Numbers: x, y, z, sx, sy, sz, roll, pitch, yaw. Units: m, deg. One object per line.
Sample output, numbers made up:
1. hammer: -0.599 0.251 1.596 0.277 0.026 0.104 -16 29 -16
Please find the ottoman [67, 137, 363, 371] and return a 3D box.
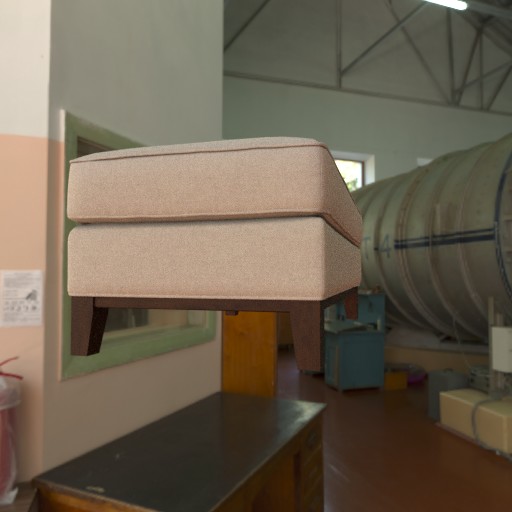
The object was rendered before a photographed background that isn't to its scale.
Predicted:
1. ottoman: 0.000 0.000 1.500 0.648 0.508 1.143 -1 -2 17
